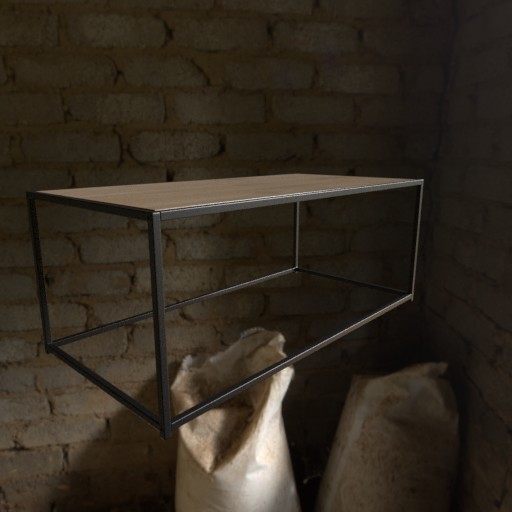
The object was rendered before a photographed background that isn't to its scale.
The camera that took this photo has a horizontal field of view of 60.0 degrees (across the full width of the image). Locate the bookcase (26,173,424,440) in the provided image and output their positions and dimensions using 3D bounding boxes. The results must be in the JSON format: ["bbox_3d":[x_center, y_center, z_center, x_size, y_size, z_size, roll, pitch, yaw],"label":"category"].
[{"bbox_3d":[0.000,0.000,1.242,0.500,0.400,1.000,12,18,42],"label":"bookcase"}]
